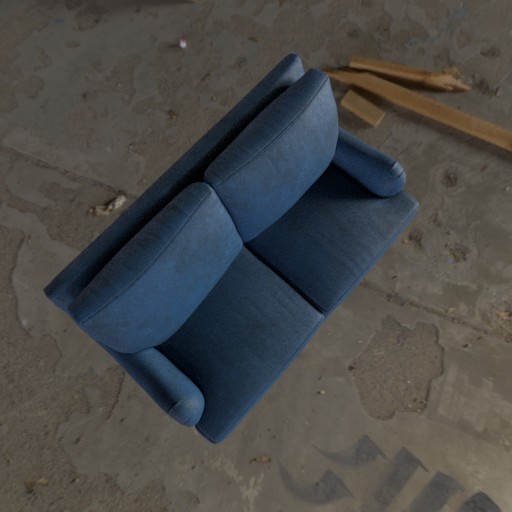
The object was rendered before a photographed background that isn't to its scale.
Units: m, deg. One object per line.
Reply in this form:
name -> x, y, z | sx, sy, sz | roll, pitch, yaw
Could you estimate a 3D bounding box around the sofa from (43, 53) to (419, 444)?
sofa -> 0.000, 0.000, 2.544 | 1.084, 1.101, 1.853 | 41, 78, 11
